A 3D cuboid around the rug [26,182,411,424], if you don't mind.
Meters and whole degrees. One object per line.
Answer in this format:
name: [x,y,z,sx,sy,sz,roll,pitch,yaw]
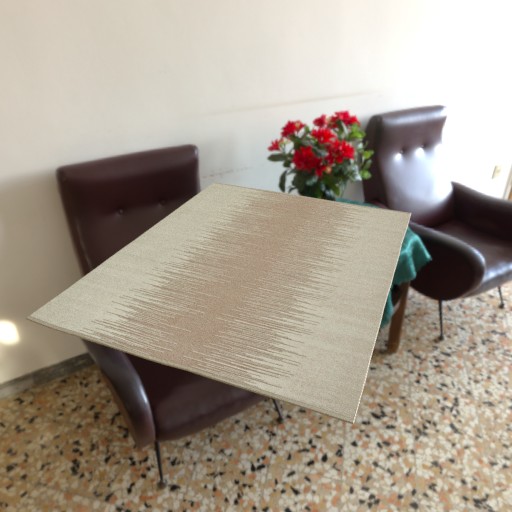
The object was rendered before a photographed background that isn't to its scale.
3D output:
rug: [0.000,0.000,4.080,2.438,0.013,3.048,12,32,19]
